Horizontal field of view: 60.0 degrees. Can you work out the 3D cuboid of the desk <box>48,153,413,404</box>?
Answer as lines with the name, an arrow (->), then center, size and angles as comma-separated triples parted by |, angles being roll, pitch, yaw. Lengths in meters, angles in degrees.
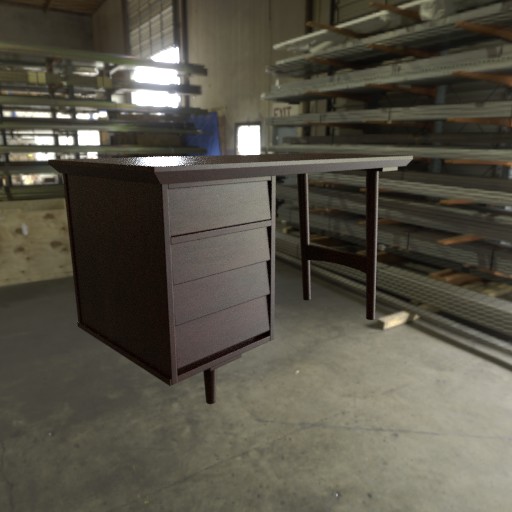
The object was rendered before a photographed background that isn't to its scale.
desk -> 0.000, 0.000, 1.744 | 0.612, 0.758, 1.277 | 14, 20, 43
